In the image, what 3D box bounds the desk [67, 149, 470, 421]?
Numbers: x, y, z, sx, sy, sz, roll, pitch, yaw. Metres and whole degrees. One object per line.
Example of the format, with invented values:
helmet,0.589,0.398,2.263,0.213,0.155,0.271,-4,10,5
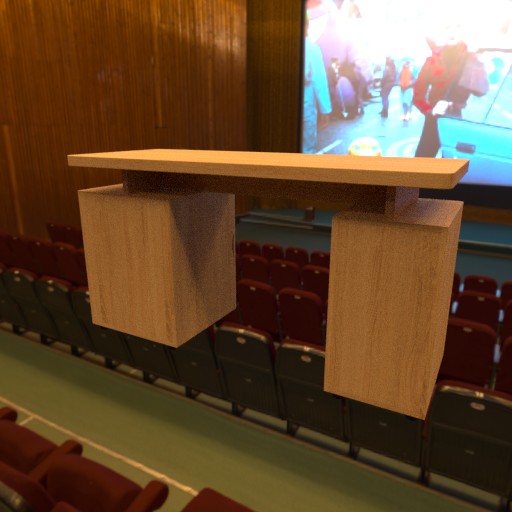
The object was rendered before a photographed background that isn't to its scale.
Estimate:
desk,0.000,0.000,1.741,1.400,0.760,0.550,9,19,27
